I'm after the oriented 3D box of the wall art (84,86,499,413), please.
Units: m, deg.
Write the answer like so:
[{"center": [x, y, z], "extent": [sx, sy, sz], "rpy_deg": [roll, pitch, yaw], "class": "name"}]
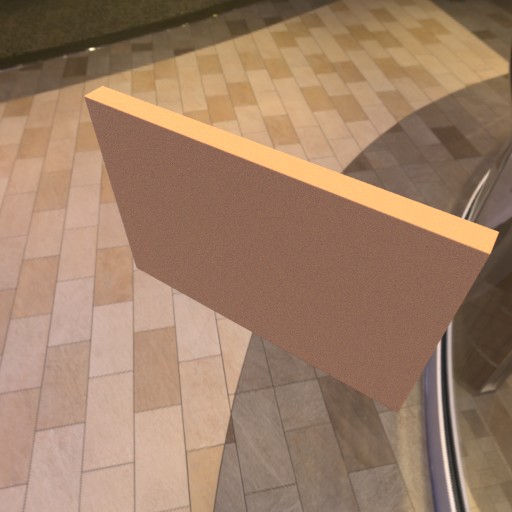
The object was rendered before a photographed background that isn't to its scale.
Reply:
[{"center": [0.000, 0.000, 0.737], "extent": [0.609, 0.407, 0.039], "rpy_deg": [26, 53, 21], "class": "wall art"}]
